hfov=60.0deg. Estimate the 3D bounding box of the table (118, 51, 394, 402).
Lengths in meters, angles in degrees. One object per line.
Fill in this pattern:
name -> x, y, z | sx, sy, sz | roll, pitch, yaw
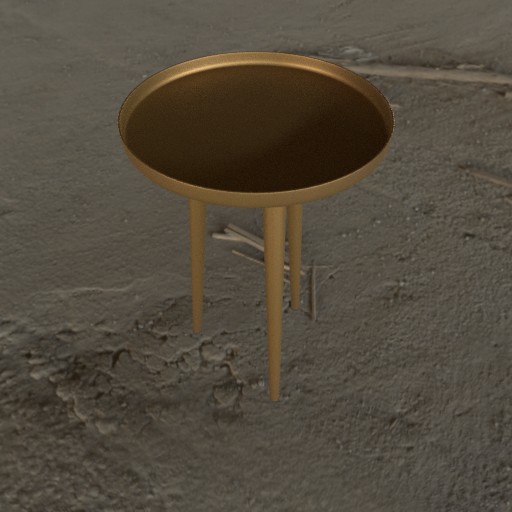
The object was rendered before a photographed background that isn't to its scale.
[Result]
table -> 0.000, 0.000, 0.664 | 0.299, 0.480, 0.299 | 32, 55, 27
